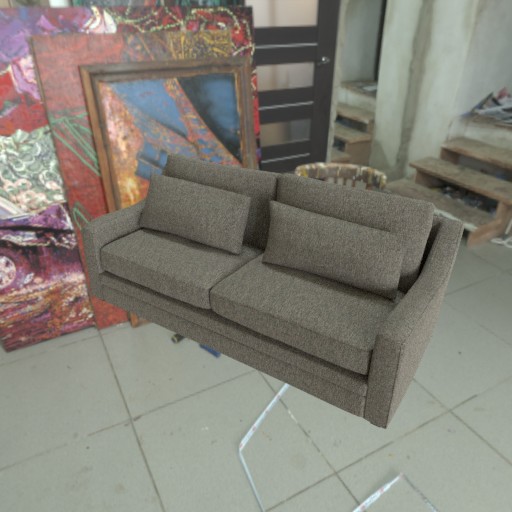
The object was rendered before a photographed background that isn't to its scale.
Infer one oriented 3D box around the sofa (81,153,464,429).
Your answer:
[{"bbox_3d":[0.000,0.000,3.087,2.418,0.998,1.103,18,34,27],"label":"sofa"}]
